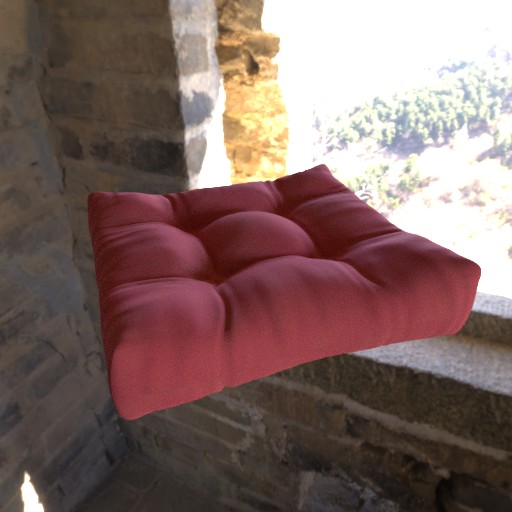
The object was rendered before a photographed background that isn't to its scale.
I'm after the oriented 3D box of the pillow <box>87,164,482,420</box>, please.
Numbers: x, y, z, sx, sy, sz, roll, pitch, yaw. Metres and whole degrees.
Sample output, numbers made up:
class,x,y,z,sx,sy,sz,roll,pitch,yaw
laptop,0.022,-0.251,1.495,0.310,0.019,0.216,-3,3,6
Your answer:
class,x,y,z,sx,sy,sz,roll,pitch,yaw
pillow,0.000,0.000,0.707,0.490,0.128,0.468,-11,32,-18
